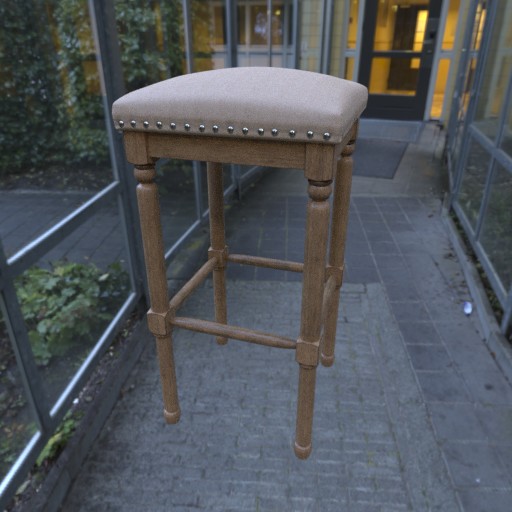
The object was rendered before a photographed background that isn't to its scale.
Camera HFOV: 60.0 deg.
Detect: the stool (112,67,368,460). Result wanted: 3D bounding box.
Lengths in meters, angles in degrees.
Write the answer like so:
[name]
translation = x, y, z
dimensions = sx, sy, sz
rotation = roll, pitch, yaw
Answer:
[stool]
translation = 0.000, 0.000, 0.978
dimensions = 0.383, 0.768, 0.382
rotation = 8, 27, 16
